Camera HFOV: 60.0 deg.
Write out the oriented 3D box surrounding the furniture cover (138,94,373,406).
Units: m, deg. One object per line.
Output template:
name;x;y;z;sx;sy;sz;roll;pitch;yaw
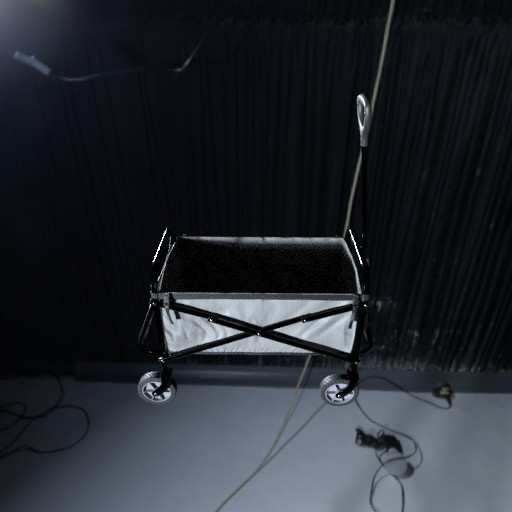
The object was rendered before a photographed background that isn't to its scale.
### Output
furniture cover;0.000;0.000;1.857;1.038;1.295;0.532;0;31;1
